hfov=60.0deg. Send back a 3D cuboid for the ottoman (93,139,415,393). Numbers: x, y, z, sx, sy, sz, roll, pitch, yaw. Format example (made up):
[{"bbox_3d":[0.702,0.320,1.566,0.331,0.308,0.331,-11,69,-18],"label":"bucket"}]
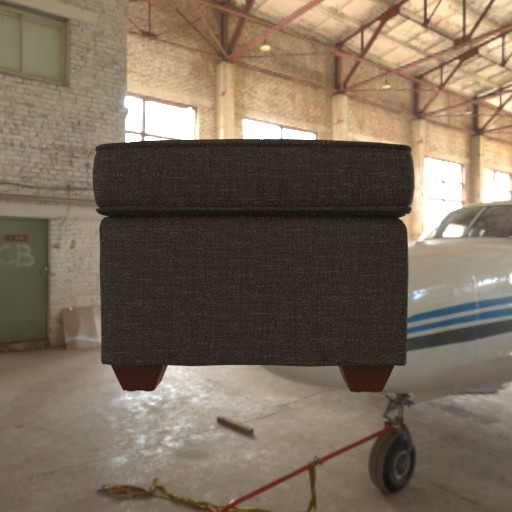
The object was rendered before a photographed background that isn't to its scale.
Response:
[{"bbox_3d":[0.000,0.000,1.071,0.549,0.450,0.749,0,1,1],"label":"ottoman"}]
